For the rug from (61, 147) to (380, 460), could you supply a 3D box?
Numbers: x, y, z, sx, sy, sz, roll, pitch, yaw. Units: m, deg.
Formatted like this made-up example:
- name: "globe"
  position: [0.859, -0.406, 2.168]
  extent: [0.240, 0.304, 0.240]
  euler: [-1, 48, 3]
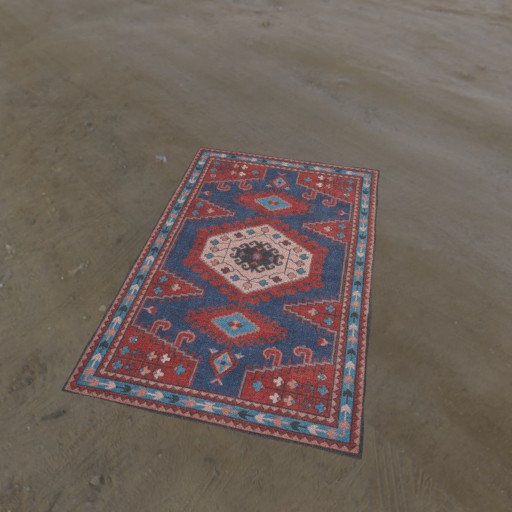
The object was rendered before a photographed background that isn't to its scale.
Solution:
- name: "rug"
  position: [0.000, 0.000, 2.305]
  extent: [1.207, 0.012, 1.820]
  euler: [9, 47, 9]
